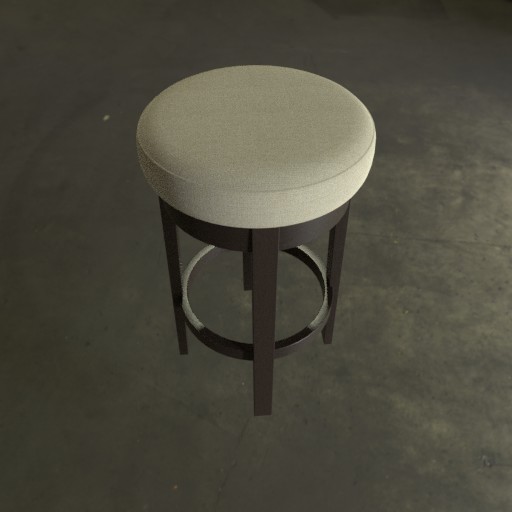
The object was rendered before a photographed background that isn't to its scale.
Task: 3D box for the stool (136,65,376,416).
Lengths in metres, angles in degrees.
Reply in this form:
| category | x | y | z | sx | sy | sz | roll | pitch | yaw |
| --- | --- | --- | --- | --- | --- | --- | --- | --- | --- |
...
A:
| category | x | y | z | sx | sy | sz | roll | pitch | yaw |
| --- | --- | --- | --- | --- | --- | --- | --- | --- | --- |
| stool | 0.000 | 0.000 | 1.044 | 0.446 | 0.758 | 0.446 | 0 | 46 | 0 |
